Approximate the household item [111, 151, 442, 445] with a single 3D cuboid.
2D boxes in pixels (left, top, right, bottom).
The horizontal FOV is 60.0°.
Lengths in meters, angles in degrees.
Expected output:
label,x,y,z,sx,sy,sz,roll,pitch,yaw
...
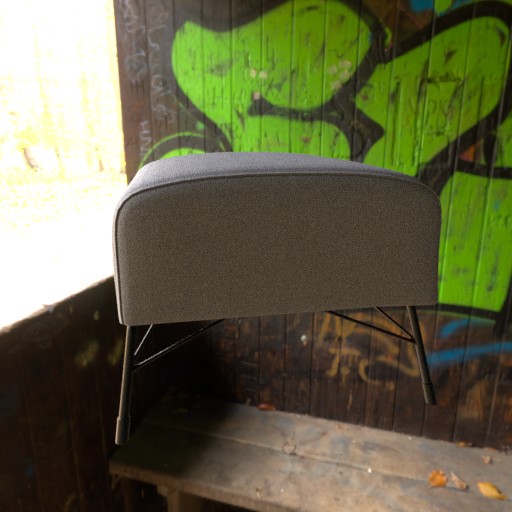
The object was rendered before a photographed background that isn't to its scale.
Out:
label,x,y,z,sx,sy,sz,roll,pitch,yaw
household item,0.000,0.000,0.901,0.530,0.410,0.530,-3,16,-11
